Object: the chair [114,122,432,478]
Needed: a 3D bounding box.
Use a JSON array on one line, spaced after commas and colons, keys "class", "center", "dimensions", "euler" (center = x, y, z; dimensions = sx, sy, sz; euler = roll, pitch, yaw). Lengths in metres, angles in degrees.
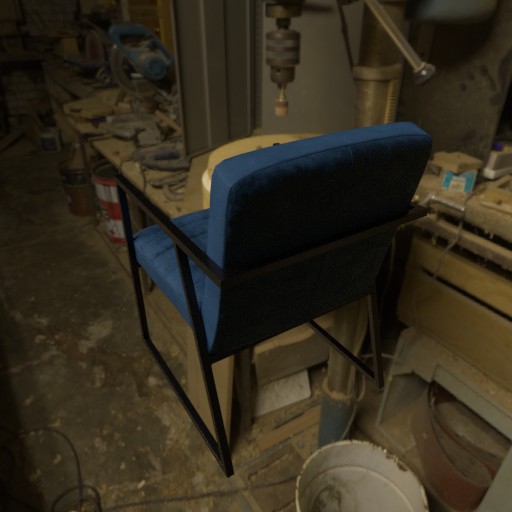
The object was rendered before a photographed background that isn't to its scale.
[{"class": "chair", "center": [0.000, 0.000, 1.274], "dimensions": [0.571, 0.833, 0.677], "euler": [-18, 36, -27]}]
